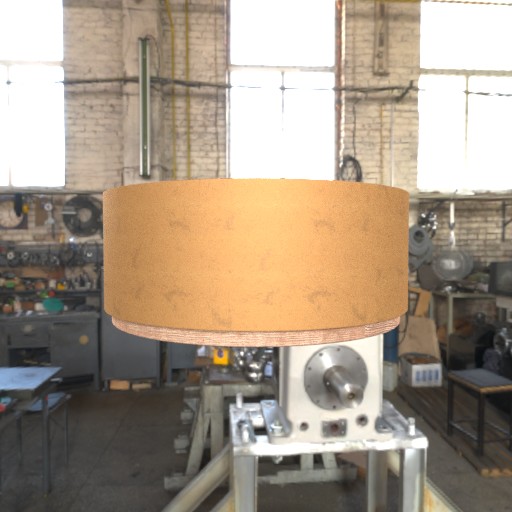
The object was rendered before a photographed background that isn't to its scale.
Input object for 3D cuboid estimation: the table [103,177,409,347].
[{"bbox_3d":[0.000,0.000,1.539,1.001,0.409,1.001,0,2,0],"label":"table"}]
